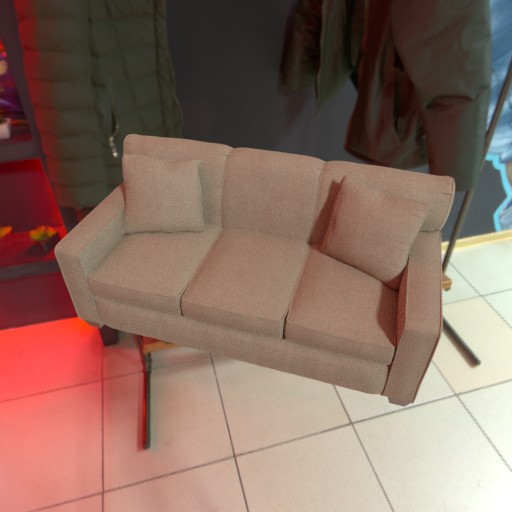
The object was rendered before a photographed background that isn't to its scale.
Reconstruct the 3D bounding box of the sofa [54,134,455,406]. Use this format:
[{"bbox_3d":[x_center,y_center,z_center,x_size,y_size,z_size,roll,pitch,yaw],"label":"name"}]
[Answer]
[{"bbox_3d":[0.000,0.000,2.597,2.024,0.958,0.997,11,41,13],"label":"sofa"}]
